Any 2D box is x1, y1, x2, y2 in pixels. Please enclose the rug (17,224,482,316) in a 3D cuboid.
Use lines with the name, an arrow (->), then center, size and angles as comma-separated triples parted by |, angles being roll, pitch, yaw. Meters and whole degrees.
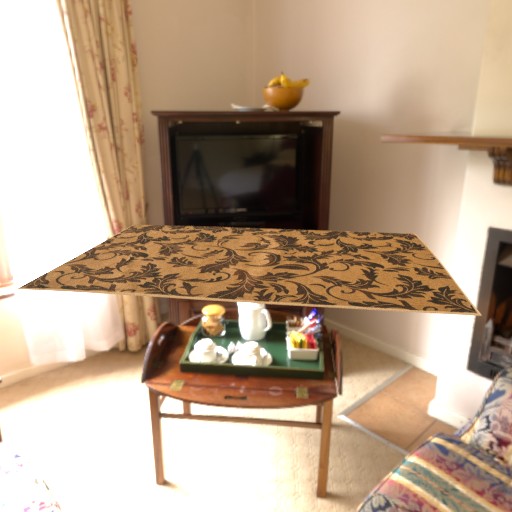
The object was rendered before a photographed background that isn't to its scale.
rug -> 0.000, 0.000, 2.850 | 2.284, 0.008, 1.522 | 2, 17, 8
